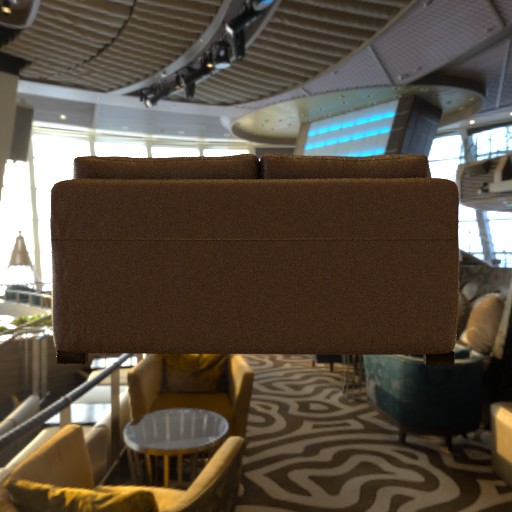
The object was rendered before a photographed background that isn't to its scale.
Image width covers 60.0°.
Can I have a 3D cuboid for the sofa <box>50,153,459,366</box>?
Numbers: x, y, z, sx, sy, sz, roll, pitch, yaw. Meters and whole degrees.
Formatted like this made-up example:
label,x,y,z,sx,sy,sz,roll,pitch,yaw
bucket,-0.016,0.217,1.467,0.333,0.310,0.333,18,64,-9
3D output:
label,x,y,z,sx,sy,sz,roll,pitch,yaw
sofa,0.000,0.000,2.441,1.855,0.980,0.962,0,0,1
